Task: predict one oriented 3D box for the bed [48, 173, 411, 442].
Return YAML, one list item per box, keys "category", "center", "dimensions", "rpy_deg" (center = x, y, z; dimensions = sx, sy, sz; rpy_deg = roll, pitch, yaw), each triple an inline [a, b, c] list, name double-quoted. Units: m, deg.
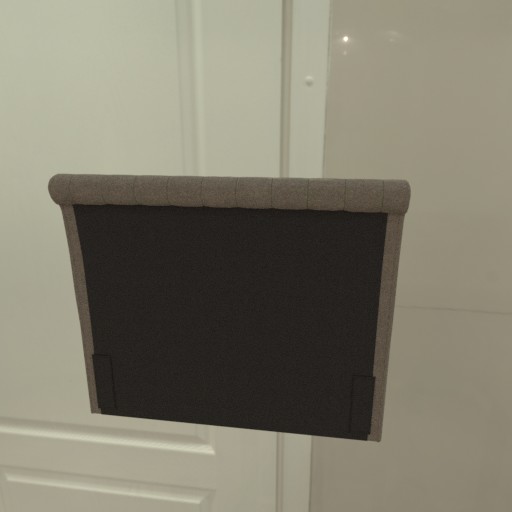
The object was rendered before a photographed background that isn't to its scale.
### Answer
- category: "bed"
  center: [0.000, 0.000, 3.204]
  dimensions: [1.645, 1.371, 2.252]
  rpy_deg: [2, 17, 8]
